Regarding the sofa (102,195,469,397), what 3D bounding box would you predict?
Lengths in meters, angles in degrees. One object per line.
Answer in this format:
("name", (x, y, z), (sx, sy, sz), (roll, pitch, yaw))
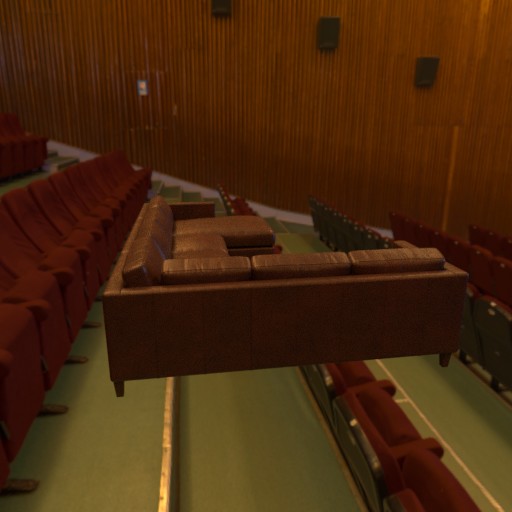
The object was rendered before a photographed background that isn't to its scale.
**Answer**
("sofa", (0.000, 0.000, 4.518), (2.452, 0.891, 3.324), (-3, 17, -9))
